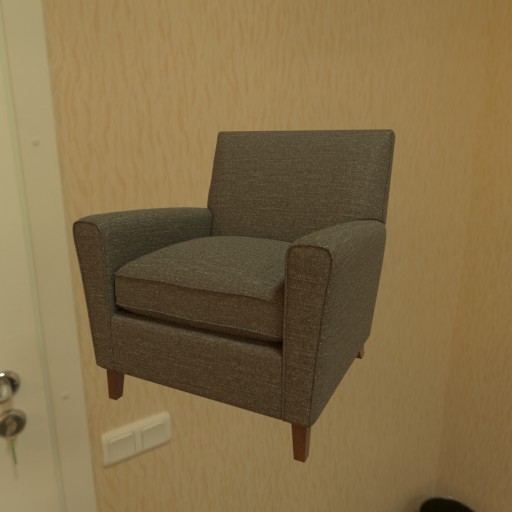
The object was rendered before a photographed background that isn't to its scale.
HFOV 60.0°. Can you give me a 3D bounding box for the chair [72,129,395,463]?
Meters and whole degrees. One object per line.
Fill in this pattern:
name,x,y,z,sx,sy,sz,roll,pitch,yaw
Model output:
chair,0.000,0.000,1.592,0.838,0.885,0.875,7,16,26
